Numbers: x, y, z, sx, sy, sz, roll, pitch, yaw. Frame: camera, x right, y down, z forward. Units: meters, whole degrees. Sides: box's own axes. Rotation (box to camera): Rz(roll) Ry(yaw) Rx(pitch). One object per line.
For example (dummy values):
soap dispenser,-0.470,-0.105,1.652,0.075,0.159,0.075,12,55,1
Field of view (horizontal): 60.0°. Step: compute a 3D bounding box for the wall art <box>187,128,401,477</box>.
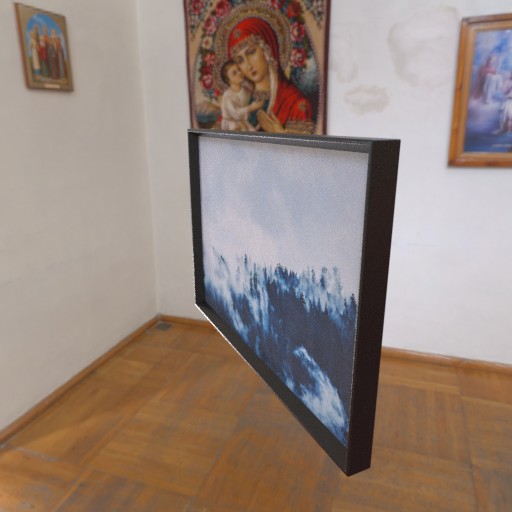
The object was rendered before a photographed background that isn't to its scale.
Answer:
wall art,0.000,0.000,1.189,0.058,0.640,0.939,-8,19,-25
